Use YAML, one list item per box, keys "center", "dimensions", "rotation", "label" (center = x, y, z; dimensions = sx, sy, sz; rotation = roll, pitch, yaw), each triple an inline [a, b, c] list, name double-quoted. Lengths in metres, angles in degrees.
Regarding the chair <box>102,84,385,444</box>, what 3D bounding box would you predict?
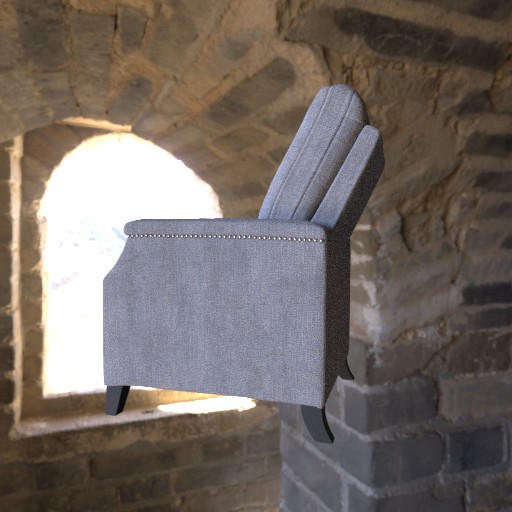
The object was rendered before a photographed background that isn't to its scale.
- center: [0.000, 0.000, 1.663]
  dimensions: [0.922, 1.049, 0.710]
  rotation: [0, 1, 17]
  label: "chair"
